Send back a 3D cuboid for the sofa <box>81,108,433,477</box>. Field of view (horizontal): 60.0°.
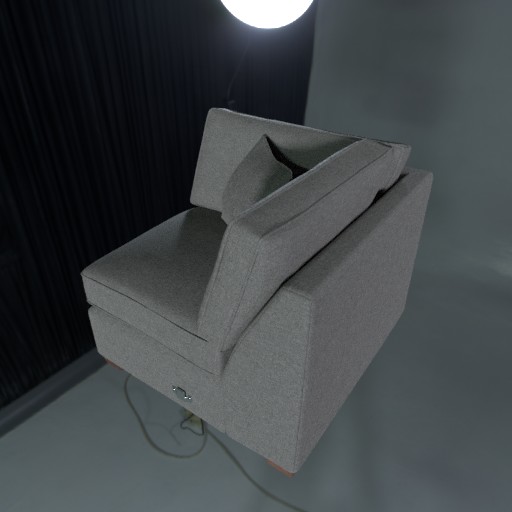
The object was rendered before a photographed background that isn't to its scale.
[{"bbox_3d":[0.000,0.000,1.920,1.084,1.002,1.146,20,37,29],"label":"sofa"}]
